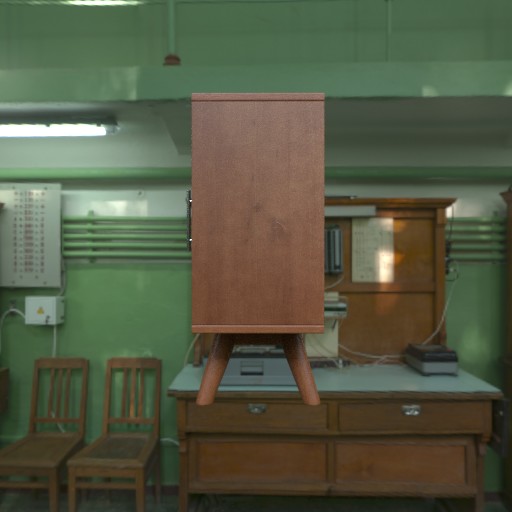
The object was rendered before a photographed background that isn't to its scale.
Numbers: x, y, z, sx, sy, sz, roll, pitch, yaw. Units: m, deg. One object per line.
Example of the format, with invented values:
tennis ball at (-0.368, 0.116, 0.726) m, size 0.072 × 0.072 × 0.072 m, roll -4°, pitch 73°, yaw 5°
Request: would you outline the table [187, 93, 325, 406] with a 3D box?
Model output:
table at (0.000, 0.000, 1.546) m, size 0.308 × 0.698 × 1.220 m, roll 0°, pitch 0°, yaw 0°
